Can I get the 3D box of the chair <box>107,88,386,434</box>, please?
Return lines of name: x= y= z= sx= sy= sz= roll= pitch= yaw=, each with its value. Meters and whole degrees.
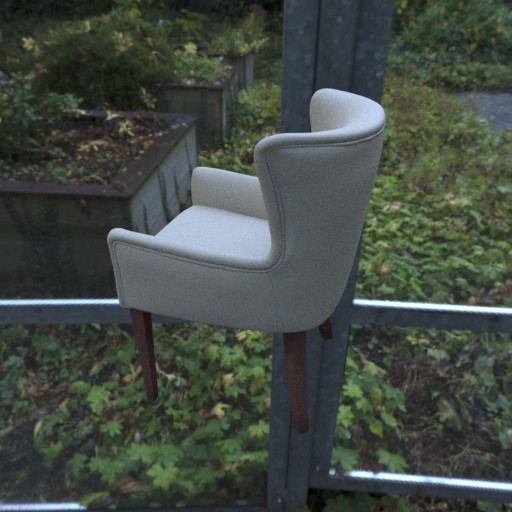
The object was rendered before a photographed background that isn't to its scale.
chair: x=0.000 y=0.000 z=1.430 sx=0.686 sy=0.952 sz=0.660 roll=9 pitch=31 yaw=15
